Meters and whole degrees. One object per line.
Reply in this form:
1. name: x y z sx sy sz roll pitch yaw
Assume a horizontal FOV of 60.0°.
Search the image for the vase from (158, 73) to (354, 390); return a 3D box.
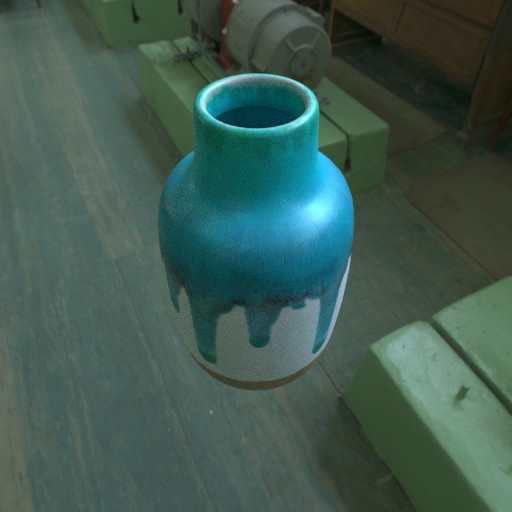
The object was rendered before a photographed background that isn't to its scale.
1. vase: 0.000 0.000 0.256 0.106 0.192 0.106 0 47 0
